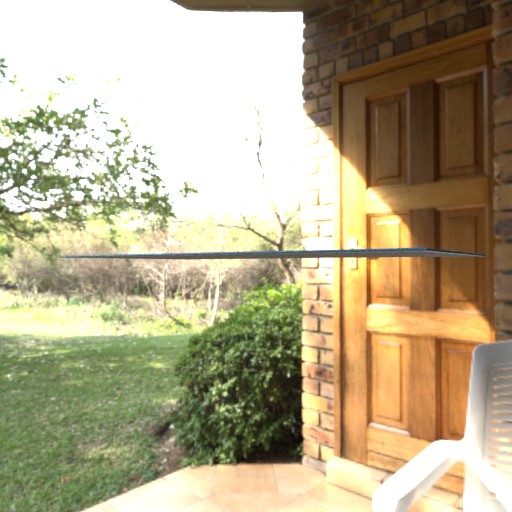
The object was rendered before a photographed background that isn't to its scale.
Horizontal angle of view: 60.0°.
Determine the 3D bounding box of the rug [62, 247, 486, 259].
[{"bbox_3d":[0.000,0.000,1.409,1.219,0.007,0.604,-1,-1,36],"label":"rug"}]
